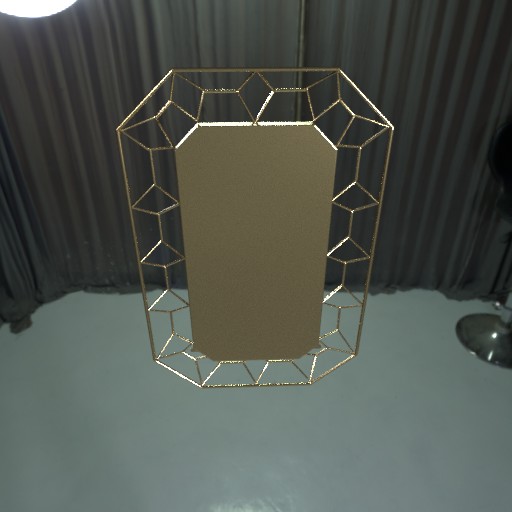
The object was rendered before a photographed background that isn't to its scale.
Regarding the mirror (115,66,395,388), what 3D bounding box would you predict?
[{"bbox_3d":[0.000,0.000,1.091,0.572,0.870,0.051,-1,31,-2],"label":"mirror"}]
